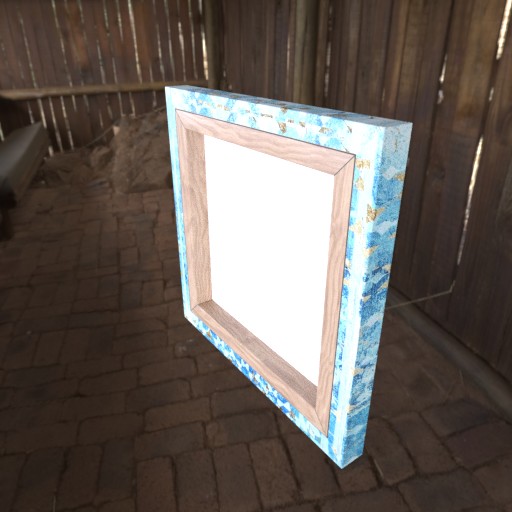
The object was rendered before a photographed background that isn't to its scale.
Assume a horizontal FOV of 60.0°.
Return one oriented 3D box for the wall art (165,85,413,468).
[{"bbox_3d":[0.000,0.000,0.605,0.037,0.405,0.405,-18,31,-32],"label":"wall art"}]
